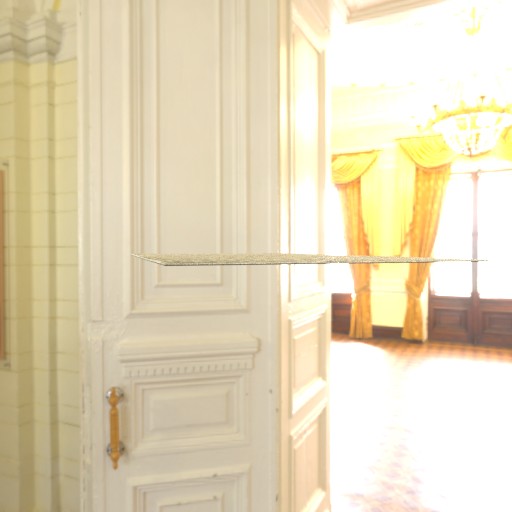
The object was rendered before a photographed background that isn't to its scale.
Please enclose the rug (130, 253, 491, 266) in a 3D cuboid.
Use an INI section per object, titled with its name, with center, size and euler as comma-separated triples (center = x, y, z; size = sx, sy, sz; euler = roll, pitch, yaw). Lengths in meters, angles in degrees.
[rug]
center = 0.000, 0.000, 3.011
size = 1.527, 0.021, 2.447
euler = 0, 1, -19
